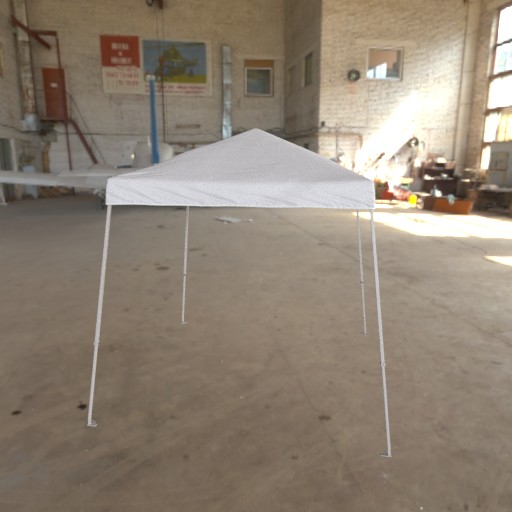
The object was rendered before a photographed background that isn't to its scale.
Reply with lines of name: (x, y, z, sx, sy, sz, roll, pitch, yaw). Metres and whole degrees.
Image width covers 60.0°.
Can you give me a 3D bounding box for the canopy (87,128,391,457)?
canopy: (0.000, 0.000, 5.132, 2.849, 2.849, 2.848, 2, 12, 9)
